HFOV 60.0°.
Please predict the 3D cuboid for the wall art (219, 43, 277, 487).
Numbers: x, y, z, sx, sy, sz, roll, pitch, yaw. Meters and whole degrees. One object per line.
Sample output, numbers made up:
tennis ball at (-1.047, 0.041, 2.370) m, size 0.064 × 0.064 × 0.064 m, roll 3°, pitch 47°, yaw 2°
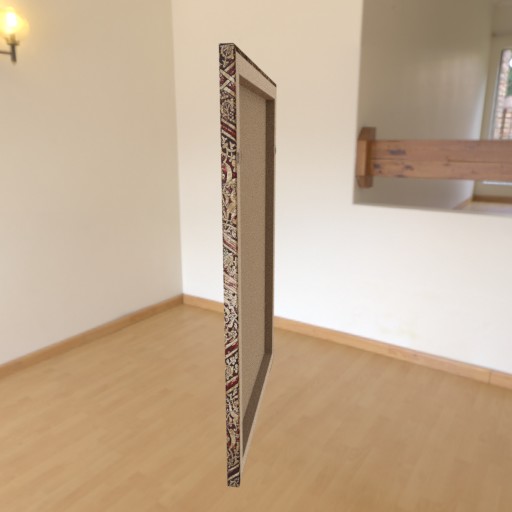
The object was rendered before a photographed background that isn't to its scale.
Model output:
wall art at (0.000, 0.000, 0.765) m, size 0.020 × 0.599 × 0.397 m, roll 2°, pitch 15°, yaw 9°
